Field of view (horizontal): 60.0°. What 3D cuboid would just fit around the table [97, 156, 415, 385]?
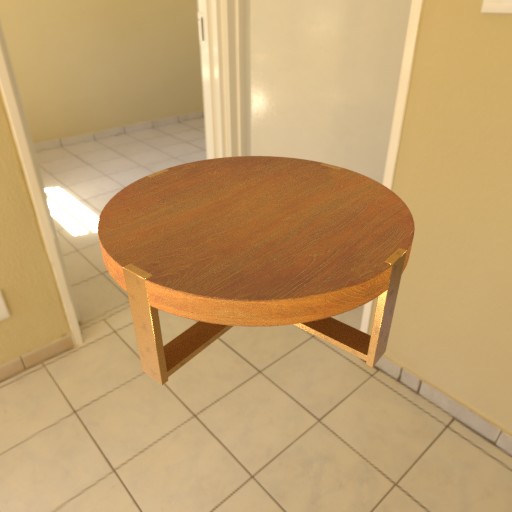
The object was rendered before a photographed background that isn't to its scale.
[{"bbox_3d":[0.000,0.000,1.722,1.100,0.420,1.100,0,32,0],"label":"table"}]
